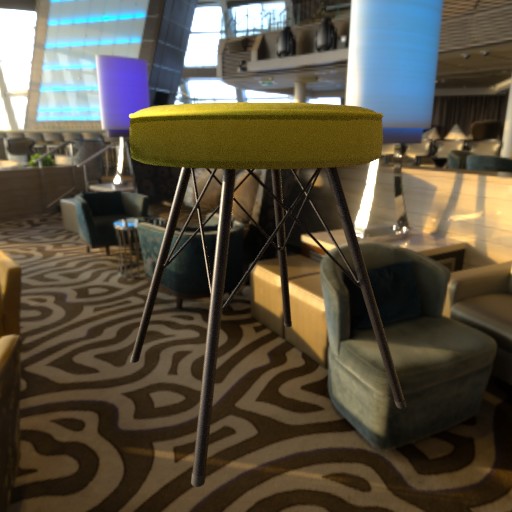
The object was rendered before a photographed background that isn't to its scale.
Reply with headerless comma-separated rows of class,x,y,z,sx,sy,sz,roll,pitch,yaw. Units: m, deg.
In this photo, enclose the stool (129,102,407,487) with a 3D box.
stool,0.000,0.000,0.796,0.409,0.508,0.409,-8,18,-26
